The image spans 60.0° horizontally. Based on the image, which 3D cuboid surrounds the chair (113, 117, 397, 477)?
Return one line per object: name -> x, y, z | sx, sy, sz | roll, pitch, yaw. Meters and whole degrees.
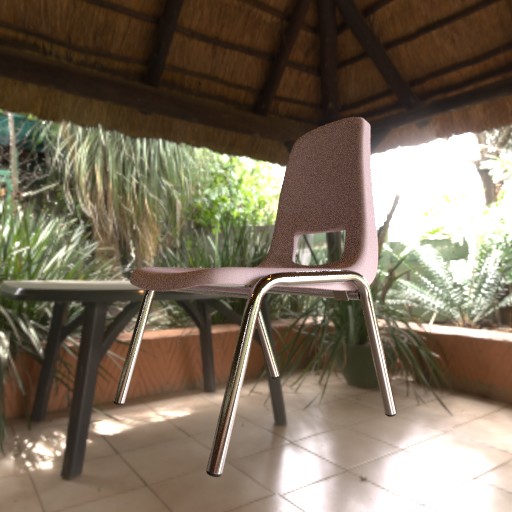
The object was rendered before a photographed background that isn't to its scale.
chair -> 0.000, 0.000, 0.776 | 0.385, 0.536, 0.354 | 1, -2, -36
